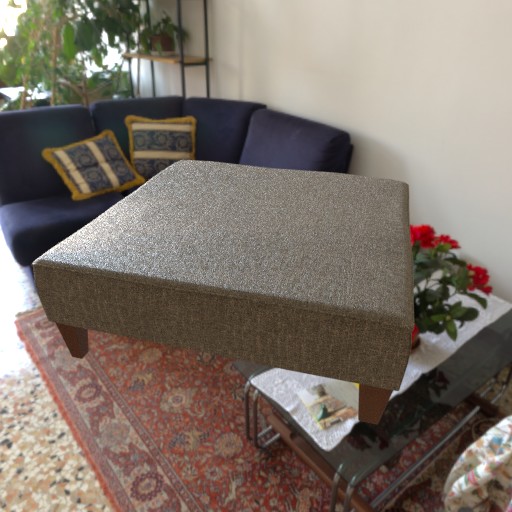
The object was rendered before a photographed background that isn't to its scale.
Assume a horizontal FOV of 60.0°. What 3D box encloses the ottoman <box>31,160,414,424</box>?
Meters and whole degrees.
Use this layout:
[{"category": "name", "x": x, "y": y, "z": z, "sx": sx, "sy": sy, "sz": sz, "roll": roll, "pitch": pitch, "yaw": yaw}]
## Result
[{"category": "ottoman", "x": 0.000, "y": 0.000, "z": 1.551, "sx": 1.016, "sy": 0.379, "sz": 0.981, "roll": 8, "pitch": 30, "yaw": 14}]
